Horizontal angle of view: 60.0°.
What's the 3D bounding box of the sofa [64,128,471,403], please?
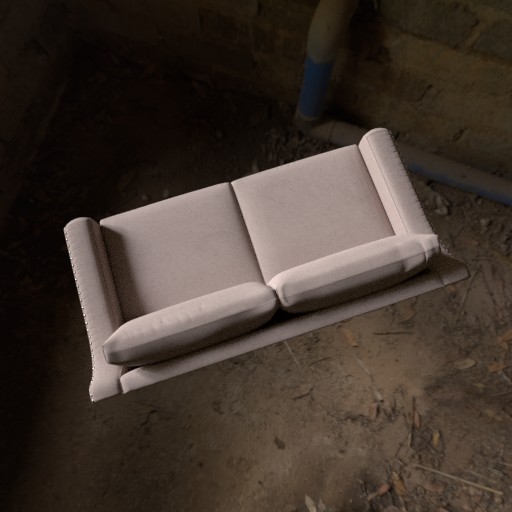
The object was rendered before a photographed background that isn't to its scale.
[{"bbox_3d":[0.000,0.000,2.564,1.967,0.901,1.030,-18,77,-4],"label":"sofa"}]
